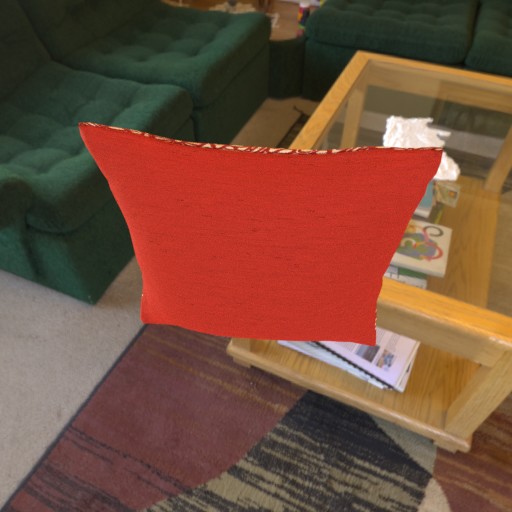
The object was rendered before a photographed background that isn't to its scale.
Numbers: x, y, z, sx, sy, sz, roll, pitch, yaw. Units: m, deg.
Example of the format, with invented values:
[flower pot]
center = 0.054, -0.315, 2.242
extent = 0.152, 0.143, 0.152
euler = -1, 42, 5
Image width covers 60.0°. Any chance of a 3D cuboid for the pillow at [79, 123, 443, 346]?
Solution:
[pillow]
center = 0.000, 0.000, 0.675
extent = 0.438, 0.419, 0.162
euler = 5, 48, 5
